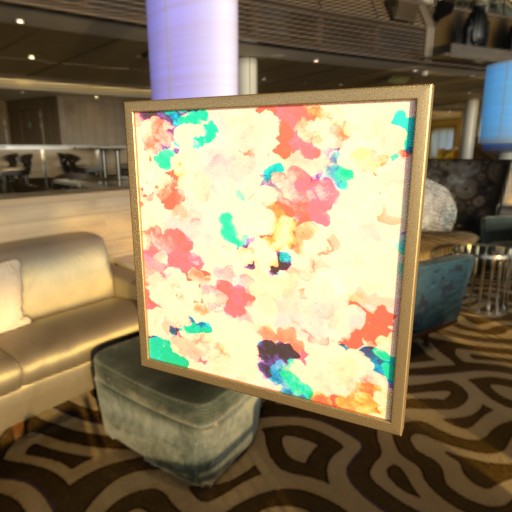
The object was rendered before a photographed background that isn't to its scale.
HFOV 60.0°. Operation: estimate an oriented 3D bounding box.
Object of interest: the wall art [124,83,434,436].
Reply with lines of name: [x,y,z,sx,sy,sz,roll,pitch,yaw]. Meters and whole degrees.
wall art: [0.000,0.000,1.113,0.767,0.765,0.036,7,15,26]
